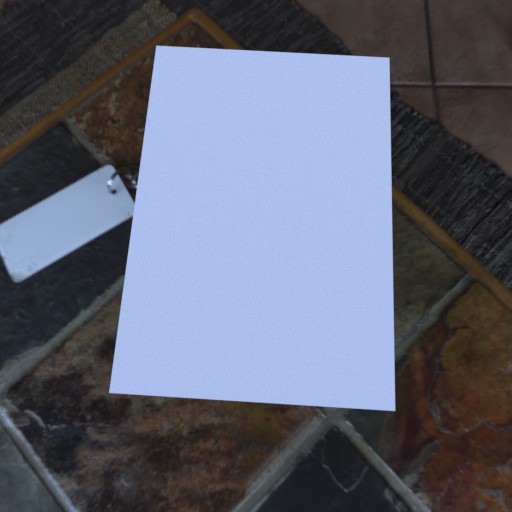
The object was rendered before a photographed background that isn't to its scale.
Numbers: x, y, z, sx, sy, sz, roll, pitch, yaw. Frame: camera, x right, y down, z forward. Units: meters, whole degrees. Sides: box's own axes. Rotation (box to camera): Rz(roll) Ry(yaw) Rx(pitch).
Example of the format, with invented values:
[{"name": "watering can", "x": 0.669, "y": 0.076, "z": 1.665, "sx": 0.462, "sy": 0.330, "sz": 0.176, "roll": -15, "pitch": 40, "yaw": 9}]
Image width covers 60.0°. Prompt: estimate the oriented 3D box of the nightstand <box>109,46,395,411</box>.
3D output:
[{"name": "nightstand", "x": 0.000, "y": 0.000, "z": 0.754, "sx": 0.325, "sy": 0.460, "sz": 0.441, "roll": 3, "pitch": 76, "yaw": 1}]
